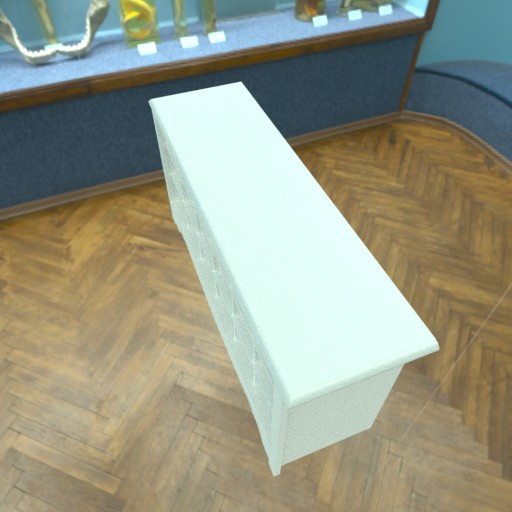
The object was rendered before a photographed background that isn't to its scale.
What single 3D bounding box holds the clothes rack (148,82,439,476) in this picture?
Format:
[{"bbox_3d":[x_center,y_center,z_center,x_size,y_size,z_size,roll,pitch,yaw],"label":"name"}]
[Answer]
[{"bbox_3d":[0.000,0.000,1.355,0.324,0.531,1.120,-17,51,-14],"label":"clothes rack"}]
